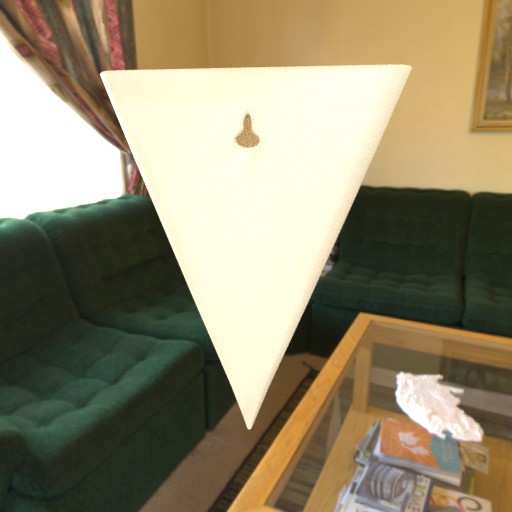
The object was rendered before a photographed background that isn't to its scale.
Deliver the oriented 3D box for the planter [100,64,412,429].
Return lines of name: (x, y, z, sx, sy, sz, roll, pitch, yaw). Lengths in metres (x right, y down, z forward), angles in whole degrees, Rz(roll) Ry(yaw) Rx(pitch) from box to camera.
planter: (0.000, 0.000, 0.260, 0.150, 0.197, 0.060, 2, 16, 8)
